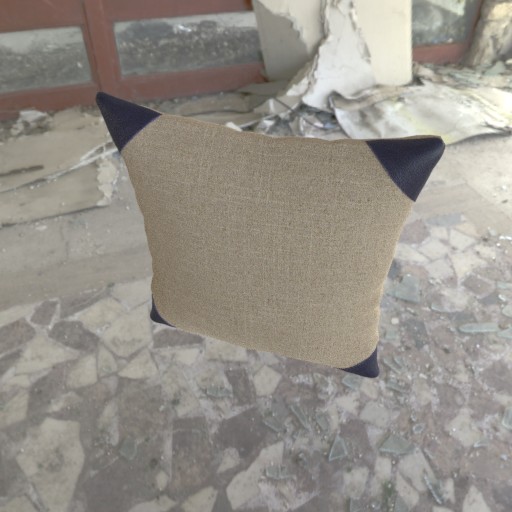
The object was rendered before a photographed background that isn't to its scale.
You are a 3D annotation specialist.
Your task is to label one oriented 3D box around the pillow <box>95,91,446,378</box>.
[{"bbox_3d":[0.000,0.000,0.665,0.440,0.441,0.147,11,42,12],"label":"pillow"}]
